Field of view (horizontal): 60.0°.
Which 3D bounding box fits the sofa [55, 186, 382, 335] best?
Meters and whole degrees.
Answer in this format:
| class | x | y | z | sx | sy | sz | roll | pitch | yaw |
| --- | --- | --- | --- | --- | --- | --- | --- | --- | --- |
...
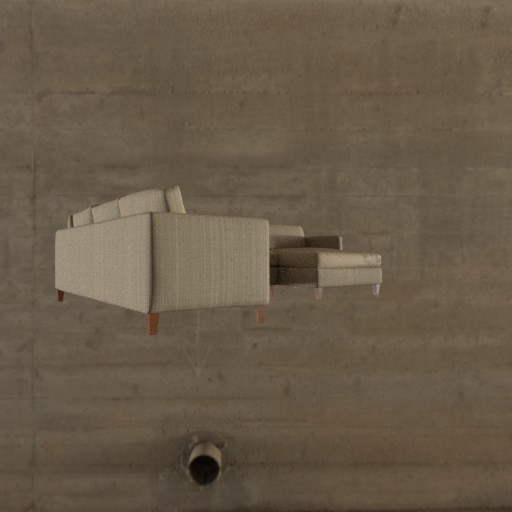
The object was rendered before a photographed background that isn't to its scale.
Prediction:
| class | x | y | z | sx | sy | sz | roll | pitch | yaw |
| --- | --- | --- | --- | --- | --- | --- | --- | --- | --- |
| sofa | 0.000 | 0.000 | 4.686 | 3.460 | 0.961 | 2.594 | 0 | 0 | -36 |
